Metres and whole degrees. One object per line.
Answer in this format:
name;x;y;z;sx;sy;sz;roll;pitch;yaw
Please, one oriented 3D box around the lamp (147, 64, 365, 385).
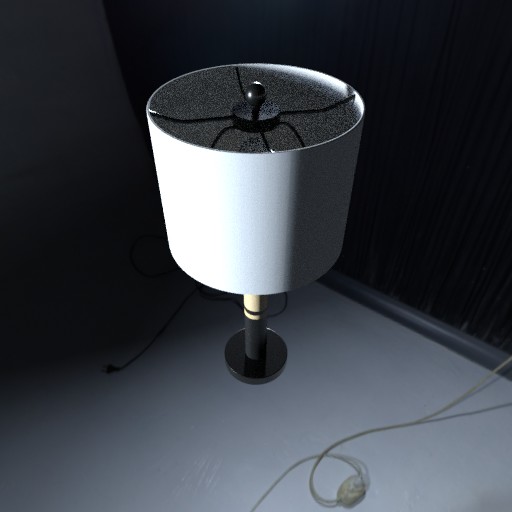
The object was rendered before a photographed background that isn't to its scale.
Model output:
lamp;0.000;0.000;0.824;0.305;0.640;0.305;26;48;26
